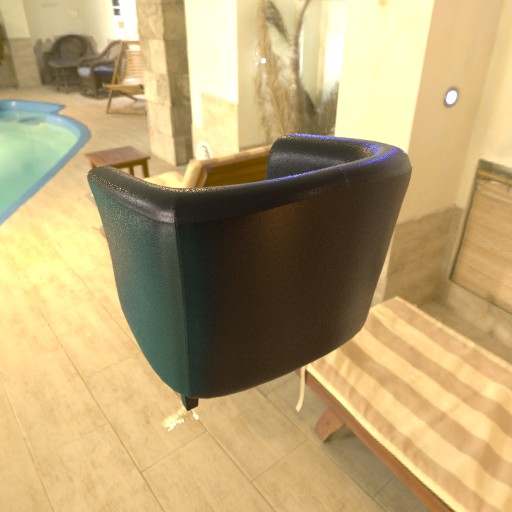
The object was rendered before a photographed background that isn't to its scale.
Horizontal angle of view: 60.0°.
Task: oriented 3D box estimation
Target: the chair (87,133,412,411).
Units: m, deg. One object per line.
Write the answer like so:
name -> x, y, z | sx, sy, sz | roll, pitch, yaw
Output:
chair -> 0.000, 0.000, 1.384 | 0.793, 0.756, 0.727 | -18, 34, -28
